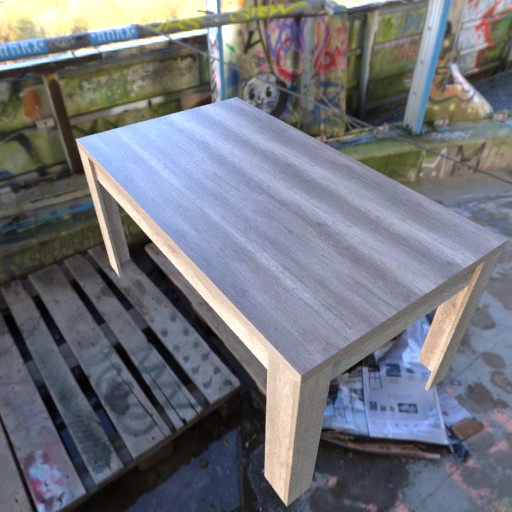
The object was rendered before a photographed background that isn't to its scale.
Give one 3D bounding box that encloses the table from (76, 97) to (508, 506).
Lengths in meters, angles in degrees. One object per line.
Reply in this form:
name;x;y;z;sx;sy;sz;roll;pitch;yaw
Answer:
table;0.000;0.000;2.010;0.900;0.775;1.600;-25;46;-27
